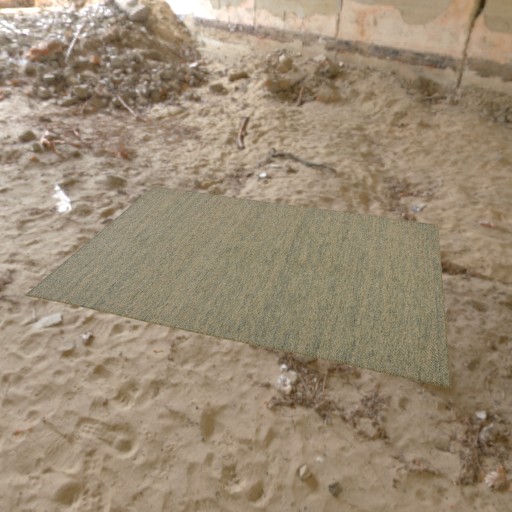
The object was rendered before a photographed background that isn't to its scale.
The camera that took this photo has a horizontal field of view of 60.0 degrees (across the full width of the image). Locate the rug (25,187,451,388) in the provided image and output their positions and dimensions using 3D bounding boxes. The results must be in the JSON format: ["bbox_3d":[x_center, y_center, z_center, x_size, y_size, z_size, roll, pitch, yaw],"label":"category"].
[{"bbox_3d":[0.000,0.000,2.864,2.283,0.013,1.547,9,34,14],"label":"rug"}]
